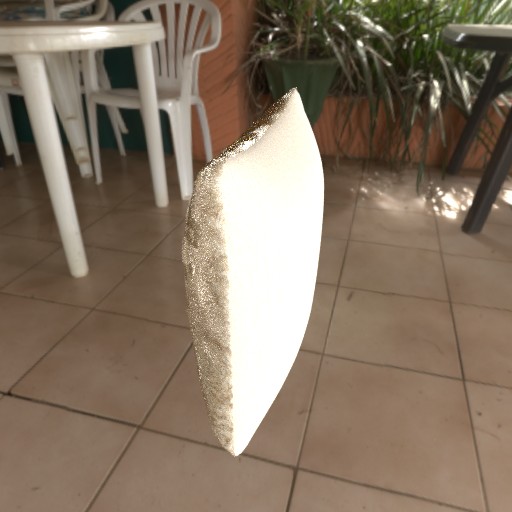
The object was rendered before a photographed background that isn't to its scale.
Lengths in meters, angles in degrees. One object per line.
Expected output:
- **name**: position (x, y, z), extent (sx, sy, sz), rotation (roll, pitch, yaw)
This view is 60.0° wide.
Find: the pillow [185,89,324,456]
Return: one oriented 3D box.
- **pillow**: position (0.000, 0.000, 0.824), extent (0.216, 0.525, 0.538), rotation (7, 30, 13)
